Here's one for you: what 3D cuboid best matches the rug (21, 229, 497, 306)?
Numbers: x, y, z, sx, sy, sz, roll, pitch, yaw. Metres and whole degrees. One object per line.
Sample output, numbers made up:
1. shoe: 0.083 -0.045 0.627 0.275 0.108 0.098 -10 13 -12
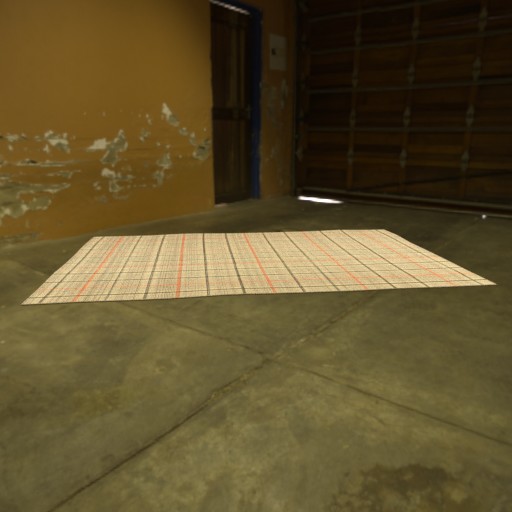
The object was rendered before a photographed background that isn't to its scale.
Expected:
1. rug: 0.000 0.000 2.982 2.439 0.015 1.524 -2 15 -7
